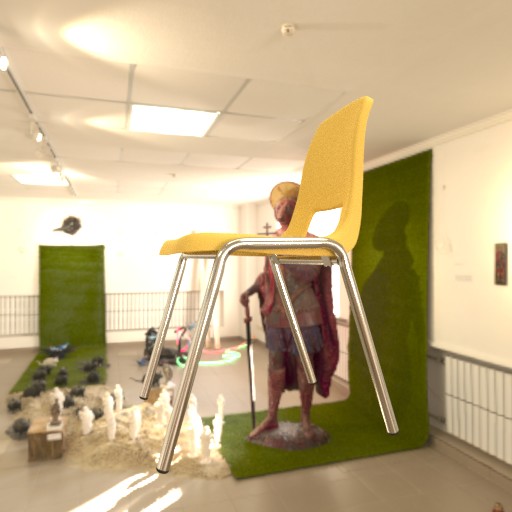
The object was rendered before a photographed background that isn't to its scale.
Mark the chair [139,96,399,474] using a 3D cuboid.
[{"bbox_3d":[0.000,0.000,0.903,0.436,0.653,0.381,0,0,-19],"label":"chair"}]
